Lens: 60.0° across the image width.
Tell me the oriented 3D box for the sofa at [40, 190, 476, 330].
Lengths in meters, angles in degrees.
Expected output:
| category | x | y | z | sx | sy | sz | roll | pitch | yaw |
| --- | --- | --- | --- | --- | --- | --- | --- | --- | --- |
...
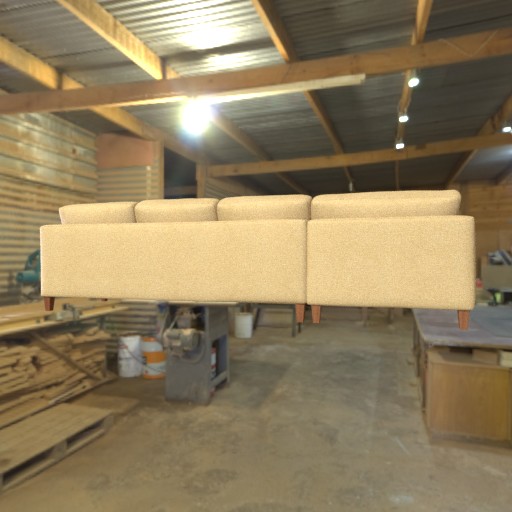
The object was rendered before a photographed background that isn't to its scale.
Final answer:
| category | x | y | z | sx | sy | sz | roll | pitch | yaw |
| --- | --- | --- | --- | --- | --- | --- | --- | --- | --- |
| sofa | 0.000 | 0.000 | 3.787 | 3.201 | 0.876 | 1.502 | 0 | 0 | 16 |
